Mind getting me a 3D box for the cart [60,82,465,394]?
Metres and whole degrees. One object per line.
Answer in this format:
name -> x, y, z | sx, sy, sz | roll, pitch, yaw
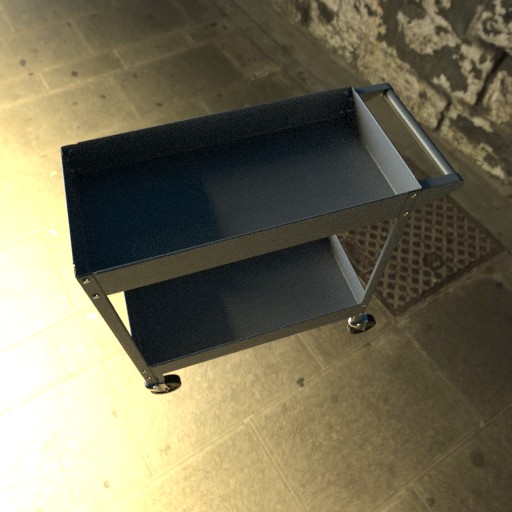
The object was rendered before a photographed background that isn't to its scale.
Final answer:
cart -> 0.000, 0.000, 1.206 | 0.779, 0.719, 0.366 | -15, 58, -10
